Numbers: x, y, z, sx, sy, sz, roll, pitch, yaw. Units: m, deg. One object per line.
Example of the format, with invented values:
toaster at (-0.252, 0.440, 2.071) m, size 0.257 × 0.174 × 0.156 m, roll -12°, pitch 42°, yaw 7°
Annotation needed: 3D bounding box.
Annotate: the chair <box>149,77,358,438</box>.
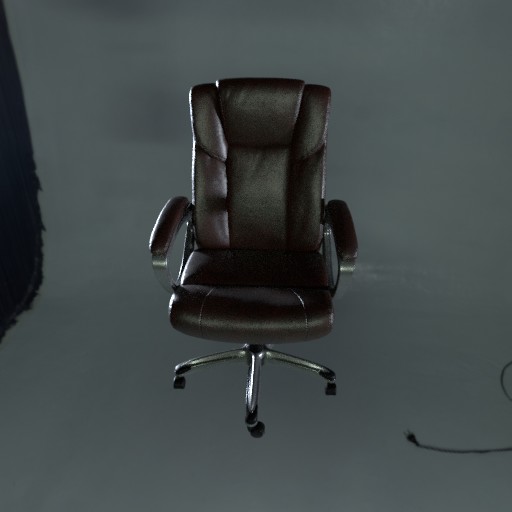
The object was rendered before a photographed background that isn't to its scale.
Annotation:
chair at (0.000, 0.000, 1.611) m, size 0.656 × 1.128 × 0.692 m, roll 2°, pitch 31°, yaw 3°
